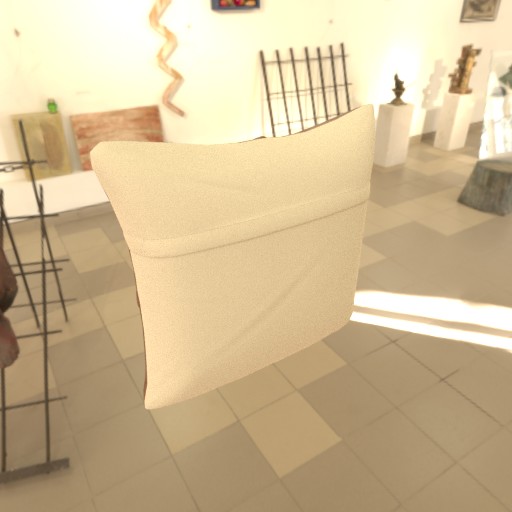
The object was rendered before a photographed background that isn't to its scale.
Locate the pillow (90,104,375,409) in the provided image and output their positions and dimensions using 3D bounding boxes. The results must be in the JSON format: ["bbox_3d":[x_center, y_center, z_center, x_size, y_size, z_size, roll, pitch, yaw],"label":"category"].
[{"bbox_3d":[0.000,0.000,0.762,0.484,0.470,0.192,-18,35,-27],"label":"pillow"}]
